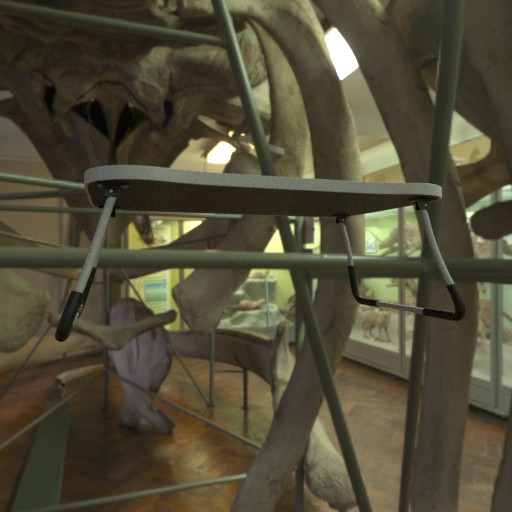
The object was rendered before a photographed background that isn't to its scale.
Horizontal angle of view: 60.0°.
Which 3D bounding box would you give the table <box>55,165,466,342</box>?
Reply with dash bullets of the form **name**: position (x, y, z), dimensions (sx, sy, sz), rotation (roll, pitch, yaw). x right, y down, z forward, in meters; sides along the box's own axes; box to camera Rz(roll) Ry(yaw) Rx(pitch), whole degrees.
- **table**: position (0.000, 0.000, 0.836), dimensions (0.660, 0.232, 0.400), rotation (0, 0, -18)
